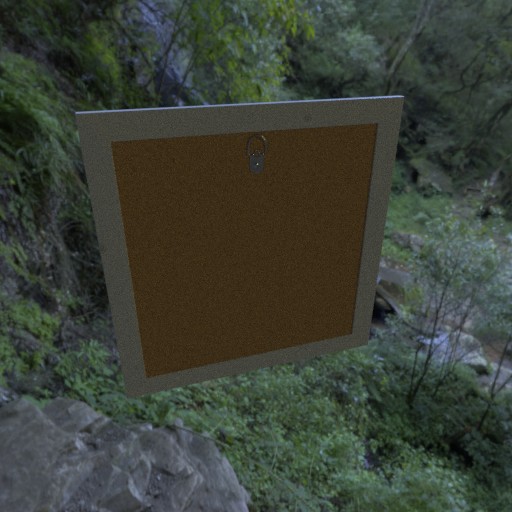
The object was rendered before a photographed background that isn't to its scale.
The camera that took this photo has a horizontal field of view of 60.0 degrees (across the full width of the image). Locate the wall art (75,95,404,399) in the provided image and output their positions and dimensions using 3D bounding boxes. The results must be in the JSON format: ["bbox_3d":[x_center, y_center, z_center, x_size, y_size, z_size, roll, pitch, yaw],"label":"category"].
[{"bbox_3d":[0.000,0.000,0.878,0.572,0.577,0.015,-9,29,-16],"label":"wall art"}]
